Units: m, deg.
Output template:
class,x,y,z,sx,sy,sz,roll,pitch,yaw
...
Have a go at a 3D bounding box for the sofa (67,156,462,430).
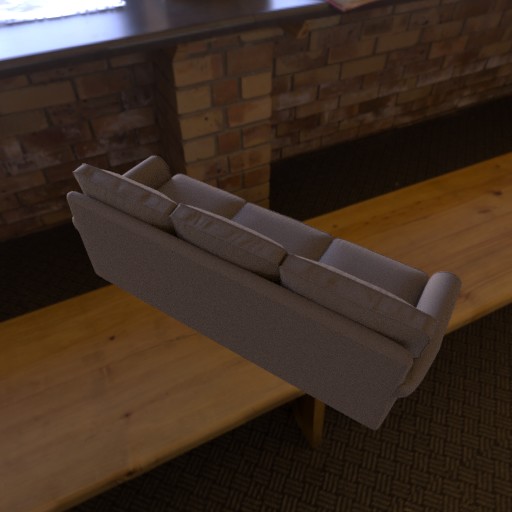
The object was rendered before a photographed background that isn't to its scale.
class,x,y,z,sx,sy,sz,roll,pitch,yaw
sofa,0.000,0.000,2.814,2.353,0.948,0.966,25,51,22
